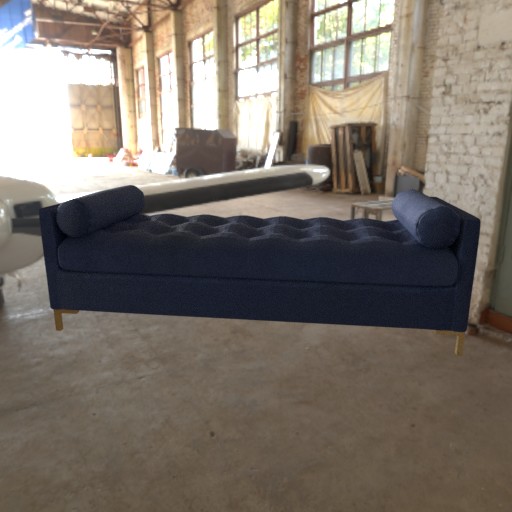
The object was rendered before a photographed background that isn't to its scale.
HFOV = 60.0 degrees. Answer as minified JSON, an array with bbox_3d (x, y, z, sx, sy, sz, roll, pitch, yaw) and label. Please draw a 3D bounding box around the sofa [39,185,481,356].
[{"bbox_3d":[0.000,0.000,2.484,2.102,0.705,0.796,2,15,8],"label":"sofa"}]
